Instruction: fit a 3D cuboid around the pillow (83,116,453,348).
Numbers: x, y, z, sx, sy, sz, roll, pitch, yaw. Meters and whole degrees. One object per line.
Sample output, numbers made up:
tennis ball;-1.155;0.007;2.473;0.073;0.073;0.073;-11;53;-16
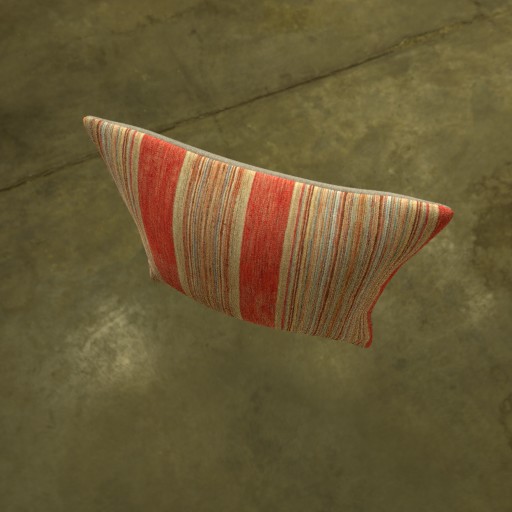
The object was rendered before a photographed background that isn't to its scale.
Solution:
pillow;0.000;0.000;0.663;0.437;0.419;0.136;16;61;9
